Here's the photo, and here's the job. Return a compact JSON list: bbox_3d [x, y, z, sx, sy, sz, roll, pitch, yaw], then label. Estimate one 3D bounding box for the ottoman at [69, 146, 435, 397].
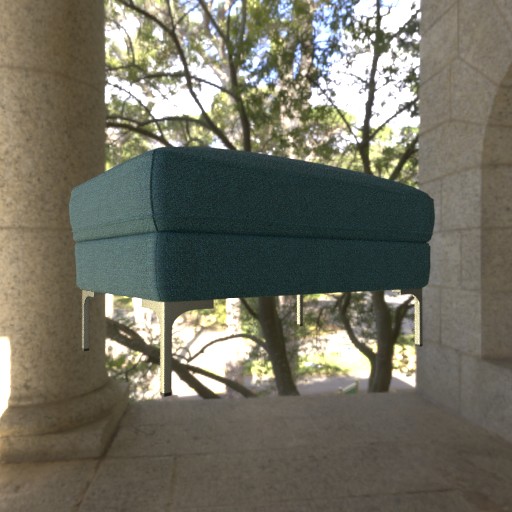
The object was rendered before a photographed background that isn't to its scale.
[{"bbox_3d":[0.000,0.000,1.197,0.856,0.498,0.563,1,-1,-37],"label":"ottoman"}]
